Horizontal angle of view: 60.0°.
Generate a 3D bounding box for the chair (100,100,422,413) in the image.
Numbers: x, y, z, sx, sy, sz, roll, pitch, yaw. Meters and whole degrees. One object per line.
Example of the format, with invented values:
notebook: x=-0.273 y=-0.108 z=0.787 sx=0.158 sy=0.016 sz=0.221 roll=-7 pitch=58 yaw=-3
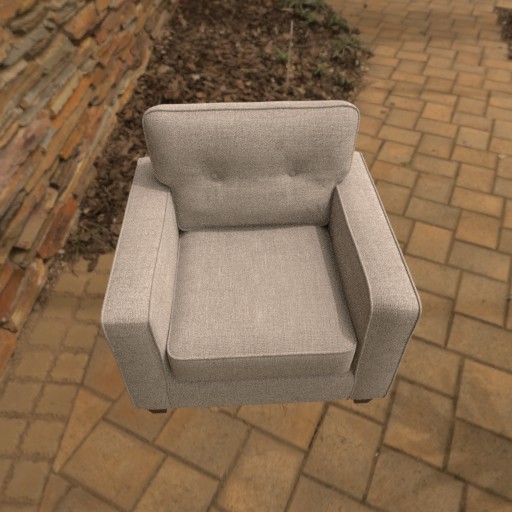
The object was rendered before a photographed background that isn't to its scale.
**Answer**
chair: x=0.000 y=0.000 z=1.768 sx=1.015 sy=0.965 sz=0.939 roll=-2 pitch=45 yaw=-2
